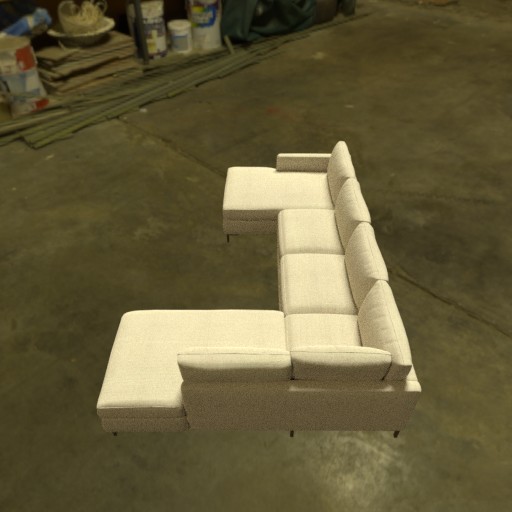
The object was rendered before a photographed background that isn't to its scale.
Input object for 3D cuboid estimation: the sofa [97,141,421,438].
[{"bbox_3d":[0.000,0.000,3.582,1.879,0.756,2.737,0,42,0],"label":"sofa"}]
